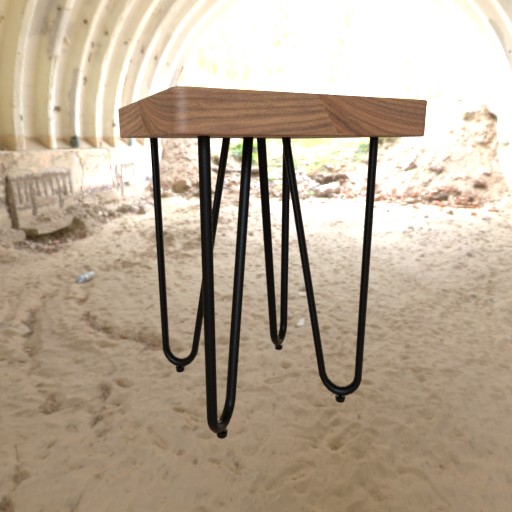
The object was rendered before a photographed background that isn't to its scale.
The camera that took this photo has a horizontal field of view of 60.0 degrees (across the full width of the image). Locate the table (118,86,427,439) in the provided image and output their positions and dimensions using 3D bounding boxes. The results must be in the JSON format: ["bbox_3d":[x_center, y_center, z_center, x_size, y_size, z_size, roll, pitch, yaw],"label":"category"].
[{"bbox_3d":[0.000,0.000,0.990,0.480,0.641,0.479,-7,16,-25],"label":"table"}]
